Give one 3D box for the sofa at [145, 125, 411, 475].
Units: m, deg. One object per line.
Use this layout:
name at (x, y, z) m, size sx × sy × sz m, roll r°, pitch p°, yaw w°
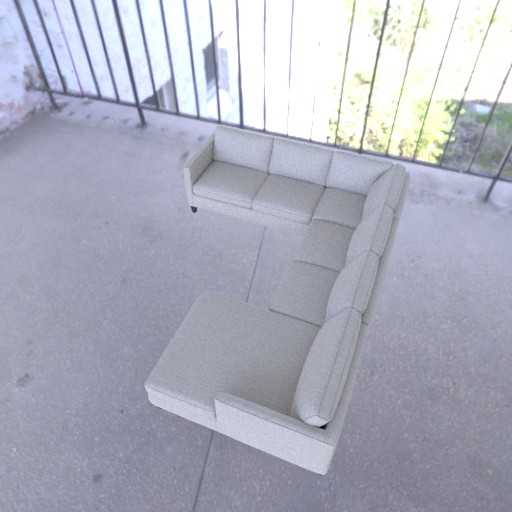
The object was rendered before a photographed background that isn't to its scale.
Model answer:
sofa at (0.000, 0.000, 4.546) m, size 2.551 × 0.889 × 3.403 m, roll 16°, pitch 48°, yaw 15°
